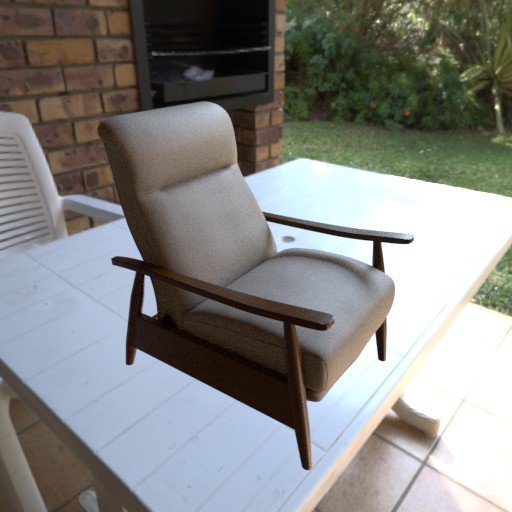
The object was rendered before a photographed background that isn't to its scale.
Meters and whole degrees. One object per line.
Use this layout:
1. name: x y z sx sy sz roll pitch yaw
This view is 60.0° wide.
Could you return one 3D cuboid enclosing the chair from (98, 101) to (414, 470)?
1. chair: 0.000 0.000 1.808 1.030 1.082 0.762 18 32 31
